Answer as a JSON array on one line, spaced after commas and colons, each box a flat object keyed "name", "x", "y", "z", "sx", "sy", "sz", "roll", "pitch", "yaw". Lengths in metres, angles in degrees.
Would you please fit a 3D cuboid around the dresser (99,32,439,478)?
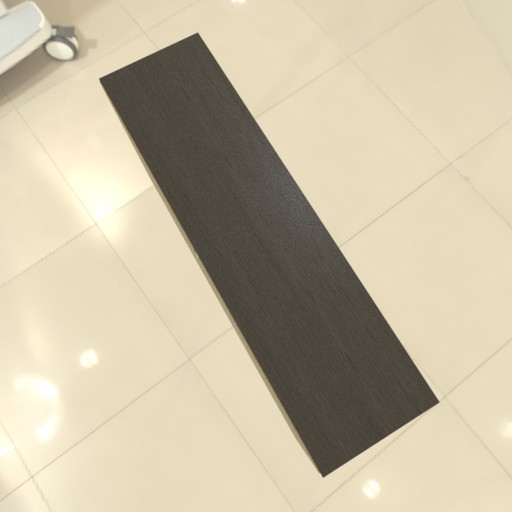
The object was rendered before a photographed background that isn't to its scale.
[{"name": "dresser", "x": 0.000, "y": 0.000, "z": 1.667, "sx": 0.401, "sy": 0.755, "sz": 1.360, "roll": -29, "pitch": 76, "yaw": -8}]
